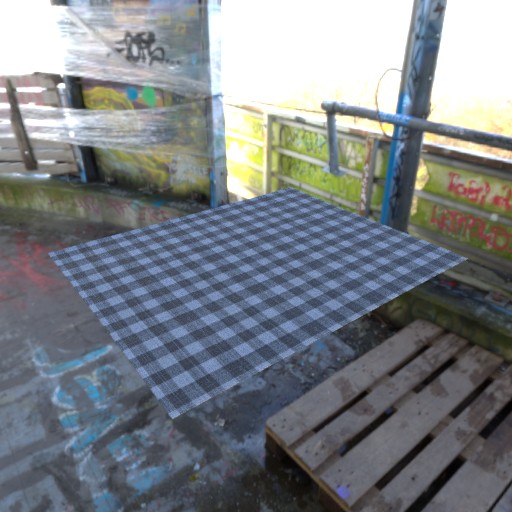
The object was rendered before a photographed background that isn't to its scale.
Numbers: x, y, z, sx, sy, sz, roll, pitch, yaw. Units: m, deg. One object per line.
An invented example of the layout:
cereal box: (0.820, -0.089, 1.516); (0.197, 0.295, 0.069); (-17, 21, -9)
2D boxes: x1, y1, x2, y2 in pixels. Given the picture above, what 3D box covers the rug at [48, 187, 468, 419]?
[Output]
rug: (0.000, 0.000, 4.089); (3.021, 0.013, 2.432); (-20, 34, -32)
